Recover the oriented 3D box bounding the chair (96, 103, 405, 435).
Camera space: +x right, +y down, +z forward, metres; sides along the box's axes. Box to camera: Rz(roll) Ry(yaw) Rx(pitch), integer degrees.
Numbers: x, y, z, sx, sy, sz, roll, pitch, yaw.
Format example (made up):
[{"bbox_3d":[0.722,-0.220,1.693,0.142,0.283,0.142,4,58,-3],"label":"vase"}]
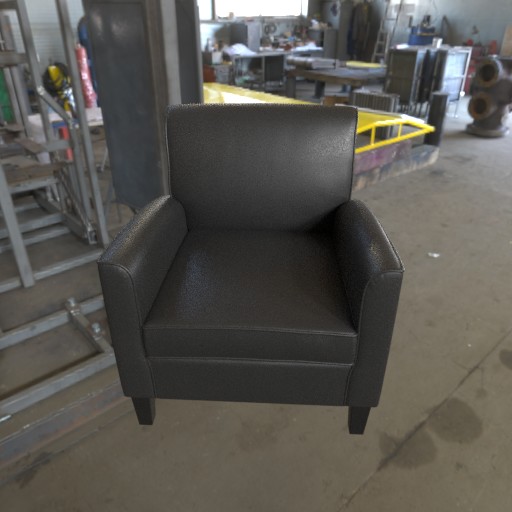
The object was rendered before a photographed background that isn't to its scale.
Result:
[{"bbox_3d":[0.000,0.000,1.582,0.820,0.916,0.819,2,29,3],"label":"chair"}]
